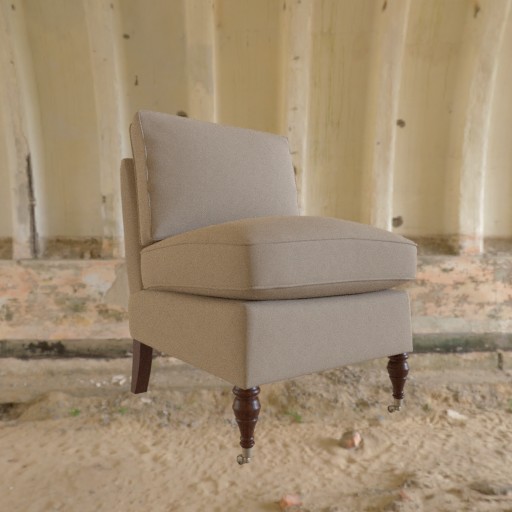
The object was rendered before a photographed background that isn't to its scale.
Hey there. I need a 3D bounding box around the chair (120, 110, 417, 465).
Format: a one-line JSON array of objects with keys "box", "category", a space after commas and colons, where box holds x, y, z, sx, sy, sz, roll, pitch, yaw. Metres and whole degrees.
[{"box": [0.000, 0.000, 1.598, 0.724, 1.052, 0.912, -1, 1, -36], "category": "chair"}]
